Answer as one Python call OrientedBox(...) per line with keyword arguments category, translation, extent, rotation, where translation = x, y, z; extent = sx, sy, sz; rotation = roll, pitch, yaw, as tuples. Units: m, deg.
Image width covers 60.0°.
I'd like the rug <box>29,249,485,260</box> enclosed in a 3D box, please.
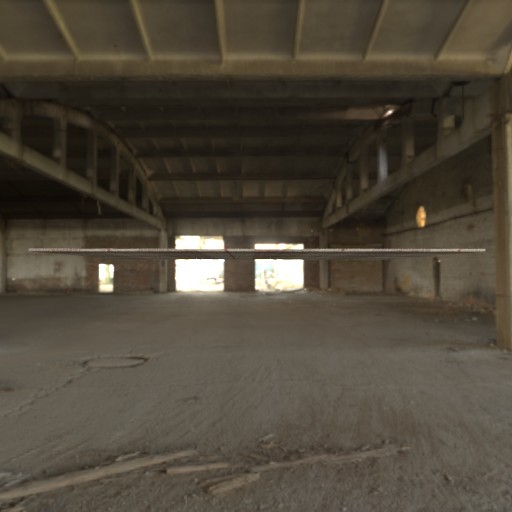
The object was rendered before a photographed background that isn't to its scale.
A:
OrientedBox(category="rug", translation=(0.000, 0.000, 4.029), extent=(2.959, 0.016, 2.317), rotation=(0, -2, -1))
